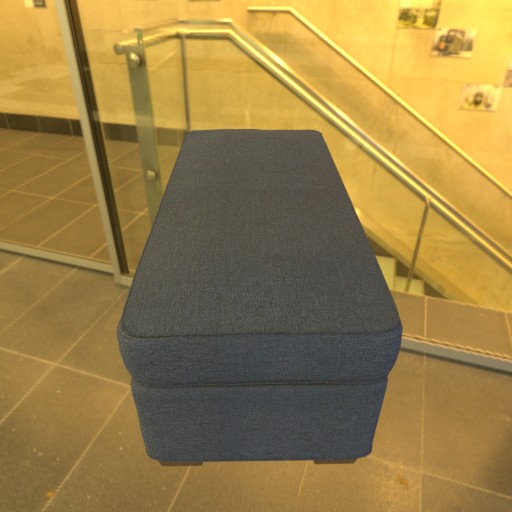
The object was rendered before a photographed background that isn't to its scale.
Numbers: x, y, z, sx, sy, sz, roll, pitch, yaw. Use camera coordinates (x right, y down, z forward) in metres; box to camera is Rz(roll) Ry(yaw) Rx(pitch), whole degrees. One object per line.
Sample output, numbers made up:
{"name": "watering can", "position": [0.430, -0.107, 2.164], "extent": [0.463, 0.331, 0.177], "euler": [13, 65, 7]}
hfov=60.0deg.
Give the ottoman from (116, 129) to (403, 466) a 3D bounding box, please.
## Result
{"name": "ottoman", "position": [0.000, 0.000, 1.312], "extent": [0.515, 0.460, 1.110], "euler": [0, 33, -1]}
